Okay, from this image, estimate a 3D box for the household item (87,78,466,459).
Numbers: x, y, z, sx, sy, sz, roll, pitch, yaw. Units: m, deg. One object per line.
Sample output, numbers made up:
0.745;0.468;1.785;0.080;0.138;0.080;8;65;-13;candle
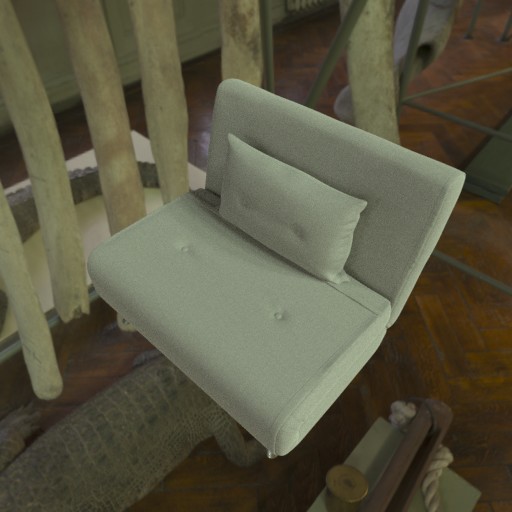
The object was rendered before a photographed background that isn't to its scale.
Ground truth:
0.000;0.000;1.627;1.000;0.800;0.874;33;54;28;household item
